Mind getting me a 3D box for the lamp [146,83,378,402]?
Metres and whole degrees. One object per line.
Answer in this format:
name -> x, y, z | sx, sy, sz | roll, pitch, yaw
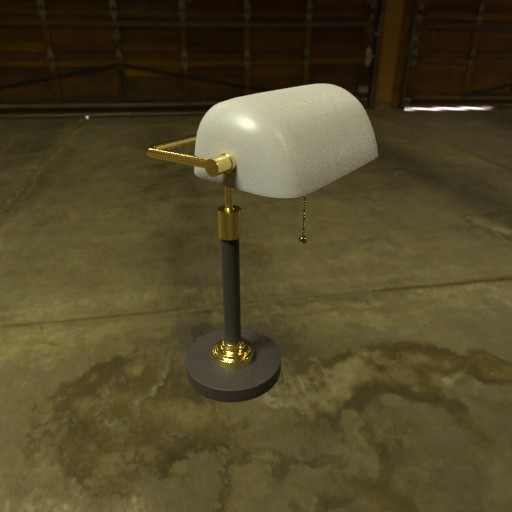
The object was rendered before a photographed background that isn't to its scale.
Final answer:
lamp -> 0.000, 0.000, 0.563 | 0.227, 0.404, 0.269 | 17, 31, 31
